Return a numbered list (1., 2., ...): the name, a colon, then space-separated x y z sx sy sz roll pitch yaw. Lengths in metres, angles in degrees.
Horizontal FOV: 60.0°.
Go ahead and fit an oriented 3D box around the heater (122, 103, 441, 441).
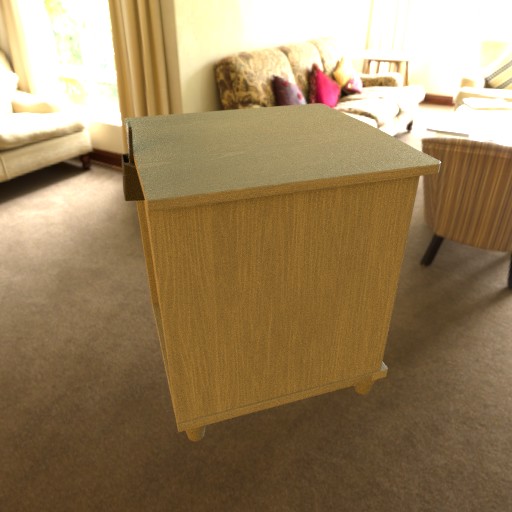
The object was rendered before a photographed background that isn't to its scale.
1. heater: 0.000 0.000 0.765 0.400 0.481 0.362 -10 33 -15
